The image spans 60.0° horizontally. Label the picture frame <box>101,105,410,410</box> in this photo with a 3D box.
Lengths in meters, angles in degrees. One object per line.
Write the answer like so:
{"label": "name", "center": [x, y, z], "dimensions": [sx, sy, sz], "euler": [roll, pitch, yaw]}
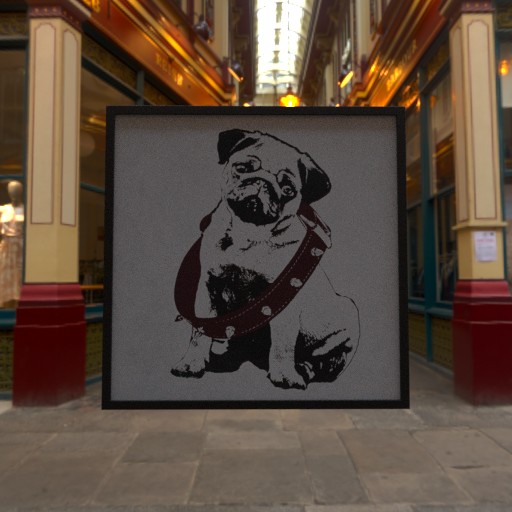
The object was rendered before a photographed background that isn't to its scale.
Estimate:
{"label": "picture frame", "center": [0.000, 0.000, 0.478], "dimensions": [0.317, 0.317, 0.030], "euler": [0, -3, -1]}
